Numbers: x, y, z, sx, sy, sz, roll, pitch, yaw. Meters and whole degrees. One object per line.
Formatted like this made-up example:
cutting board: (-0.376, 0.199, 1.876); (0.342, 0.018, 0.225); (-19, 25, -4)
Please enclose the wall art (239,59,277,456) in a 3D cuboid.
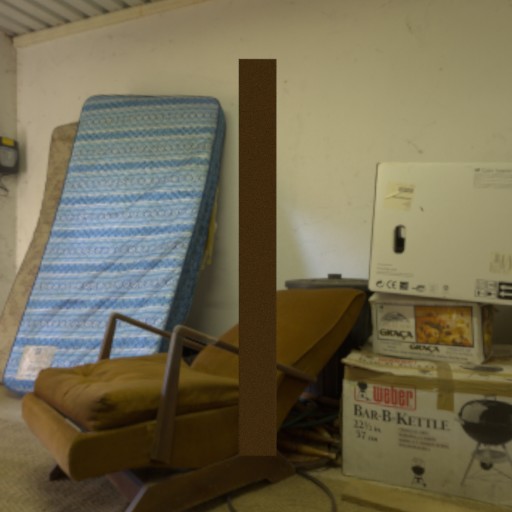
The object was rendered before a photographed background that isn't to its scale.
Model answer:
wall art: (0.000, 0.000, 0.760); (0.039, 0.407, 0.609); (0, 0, 0)
